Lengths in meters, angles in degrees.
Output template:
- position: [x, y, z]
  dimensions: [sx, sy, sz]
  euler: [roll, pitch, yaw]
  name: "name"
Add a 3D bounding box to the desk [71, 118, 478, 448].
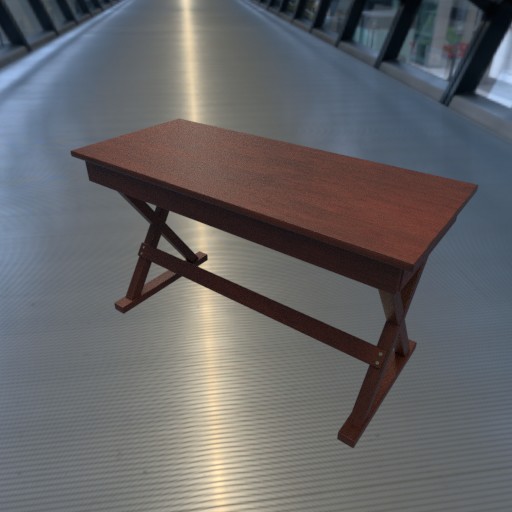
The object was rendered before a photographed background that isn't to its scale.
- position: [0.000, 0.000, 1.795]
  dimensions: [1.372, 0.761, 0.600]
  euler: [21, 38, 30]
  name: "desk"
